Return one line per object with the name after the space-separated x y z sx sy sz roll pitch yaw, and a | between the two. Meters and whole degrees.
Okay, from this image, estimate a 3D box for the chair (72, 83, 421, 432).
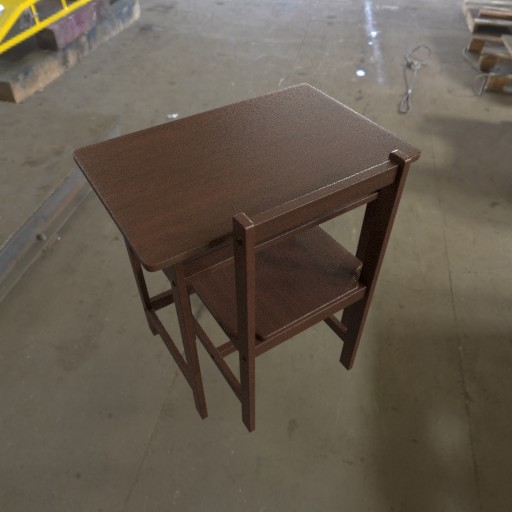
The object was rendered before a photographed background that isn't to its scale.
0.000 0.000 1.065 0.599 0.673 0.463 -24 50 -23 | chair
